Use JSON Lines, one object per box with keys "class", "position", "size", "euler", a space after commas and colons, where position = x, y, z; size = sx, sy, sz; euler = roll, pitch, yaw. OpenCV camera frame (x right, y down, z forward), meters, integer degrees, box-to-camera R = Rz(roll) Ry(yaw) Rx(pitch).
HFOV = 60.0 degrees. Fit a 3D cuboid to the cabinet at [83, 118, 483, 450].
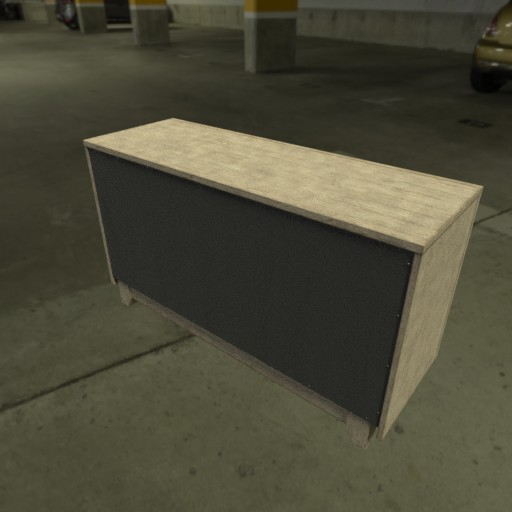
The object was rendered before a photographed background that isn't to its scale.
{"class": "cabinet", "position": [0.000, 0.000, 1.847], "size": [1.460, 0.825, 0.511], "euler": [22, 37, 33]}
